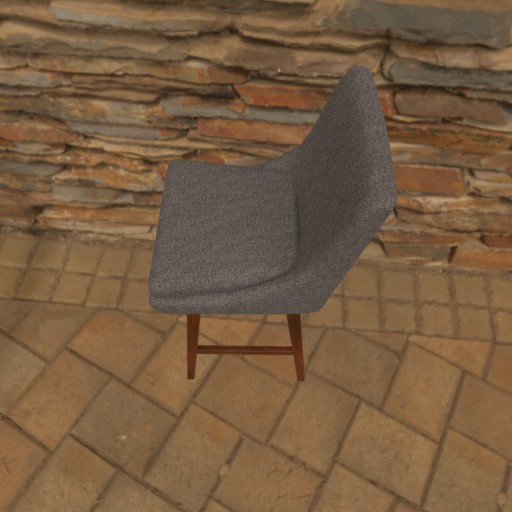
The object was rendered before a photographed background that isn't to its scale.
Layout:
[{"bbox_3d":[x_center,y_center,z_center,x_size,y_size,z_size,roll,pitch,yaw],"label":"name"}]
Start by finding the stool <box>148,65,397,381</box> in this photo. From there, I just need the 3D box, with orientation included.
[{"bbox_3d":[0.000,0.000,1.399,0.572,1.068,0.489,1,57,0],"label":"stool"}]
